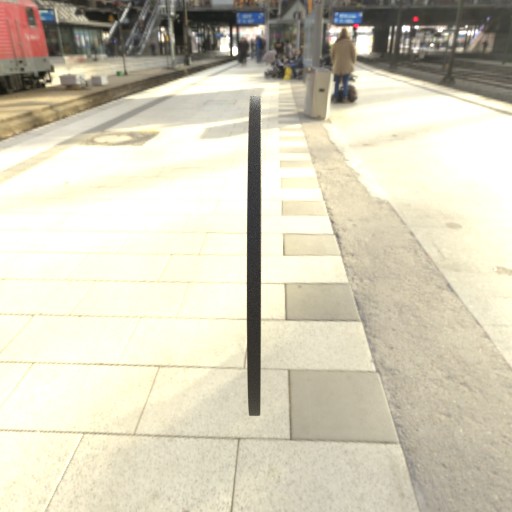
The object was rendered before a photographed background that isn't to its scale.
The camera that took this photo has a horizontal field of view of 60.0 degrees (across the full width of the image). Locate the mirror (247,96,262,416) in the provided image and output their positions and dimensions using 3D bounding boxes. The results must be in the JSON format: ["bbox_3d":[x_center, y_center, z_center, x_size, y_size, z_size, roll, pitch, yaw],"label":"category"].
[{"bbox_3d":[0.000,0.000,1.586,0.036,1.077,1.077,0,26,0],"label":"mirror"}]
